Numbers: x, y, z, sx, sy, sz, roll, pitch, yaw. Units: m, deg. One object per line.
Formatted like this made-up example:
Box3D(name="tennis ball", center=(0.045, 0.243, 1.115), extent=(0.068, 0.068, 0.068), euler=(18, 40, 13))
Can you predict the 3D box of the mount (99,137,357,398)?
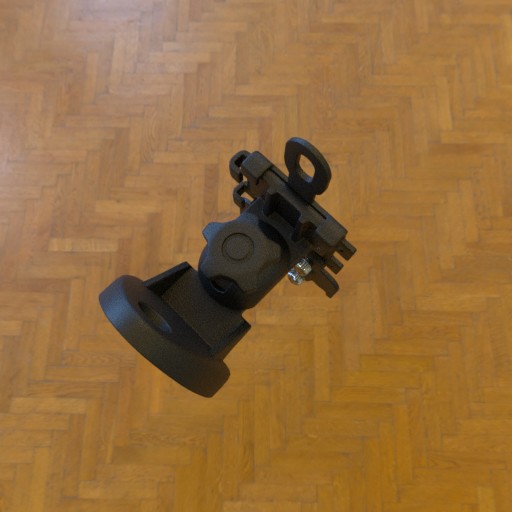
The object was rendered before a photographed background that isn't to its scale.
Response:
Box3D(name="mount", center=(0.000, 0.000, 0.177), extent=(0.066, 0.118, 0.100), euler=(44, 79, 10))
